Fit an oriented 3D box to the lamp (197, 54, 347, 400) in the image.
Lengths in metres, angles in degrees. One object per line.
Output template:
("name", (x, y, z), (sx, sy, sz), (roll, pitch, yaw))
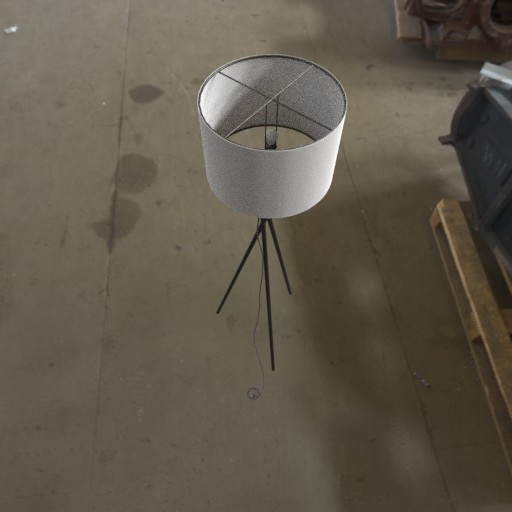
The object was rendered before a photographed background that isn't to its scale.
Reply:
("lamp", (0.000, 0.000, 1.949), (0.522, 1.624, 0.667), (34, 63, 20))
